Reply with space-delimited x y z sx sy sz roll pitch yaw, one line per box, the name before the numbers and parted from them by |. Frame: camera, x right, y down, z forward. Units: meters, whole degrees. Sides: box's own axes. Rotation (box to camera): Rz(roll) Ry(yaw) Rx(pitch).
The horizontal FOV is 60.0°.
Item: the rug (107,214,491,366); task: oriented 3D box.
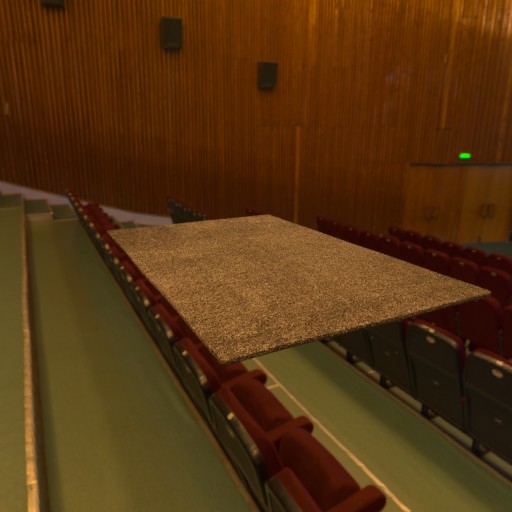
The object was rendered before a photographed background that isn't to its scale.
rug | 0.000 0.000 2.923 1.501 0.025 2.352 -8 18 -26
